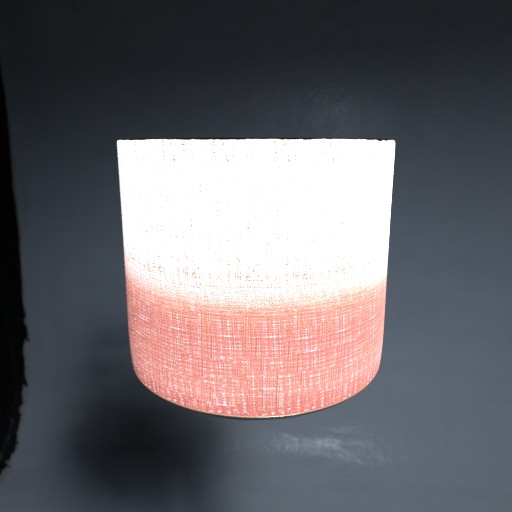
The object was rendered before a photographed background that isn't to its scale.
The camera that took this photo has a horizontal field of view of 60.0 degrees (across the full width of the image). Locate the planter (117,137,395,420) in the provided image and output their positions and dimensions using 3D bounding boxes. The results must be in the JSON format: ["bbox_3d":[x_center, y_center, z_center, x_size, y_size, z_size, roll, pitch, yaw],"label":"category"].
[{"bbox_3d":[0.000,0.000,0.309,0.178,0.157,0.178,0,14,0],"label":"planter"}]
